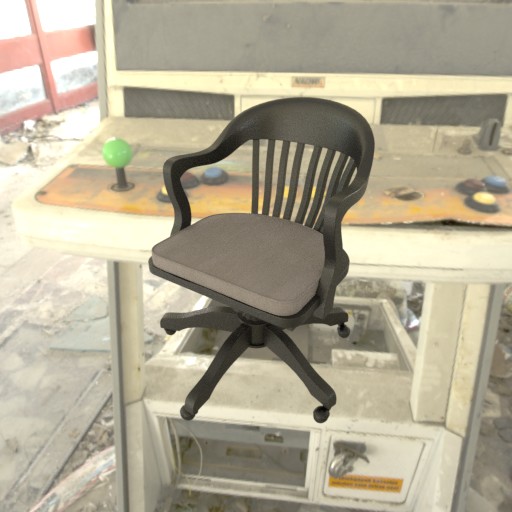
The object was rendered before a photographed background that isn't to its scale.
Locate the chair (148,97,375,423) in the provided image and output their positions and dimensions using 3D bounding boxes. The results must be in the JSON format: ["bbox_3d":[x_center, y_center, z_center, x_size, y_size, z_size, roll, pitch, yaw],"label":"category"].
[{"bbox_3d":[0.000,0.000,1.475,0.750,0.878,0.788,19,36,28],"label":"chair"}]
